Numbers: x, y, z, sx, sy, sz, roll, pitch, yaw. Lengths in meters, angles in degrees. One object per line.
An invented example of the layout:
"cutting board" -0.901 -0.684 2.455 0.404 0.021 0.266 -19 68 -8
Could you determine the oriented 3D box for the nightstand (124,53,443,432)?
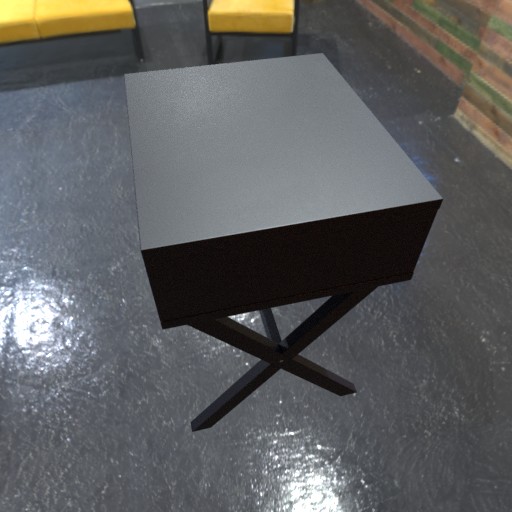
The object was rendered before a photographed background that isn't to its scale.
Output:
"nightstand" 0.000 0.000 0.947 0.402 0.623 0.479 -10 48 -9
